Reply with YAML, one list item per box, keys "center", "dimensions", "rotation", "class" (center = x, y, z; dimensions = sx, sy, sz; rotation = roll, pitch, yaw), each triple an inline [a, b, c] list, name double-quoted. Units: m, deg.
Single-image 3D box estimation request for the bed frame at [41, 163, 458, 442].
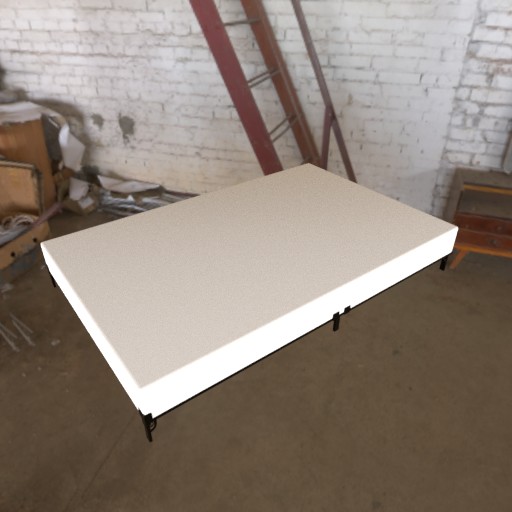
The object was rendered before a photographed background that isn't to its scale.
- center: [0.000, 0.000, 3.848]
  dimensions: [2.987, 0.440, 1.930]
  rotation: [-22, 39, -30]
  class: "bed frame"
